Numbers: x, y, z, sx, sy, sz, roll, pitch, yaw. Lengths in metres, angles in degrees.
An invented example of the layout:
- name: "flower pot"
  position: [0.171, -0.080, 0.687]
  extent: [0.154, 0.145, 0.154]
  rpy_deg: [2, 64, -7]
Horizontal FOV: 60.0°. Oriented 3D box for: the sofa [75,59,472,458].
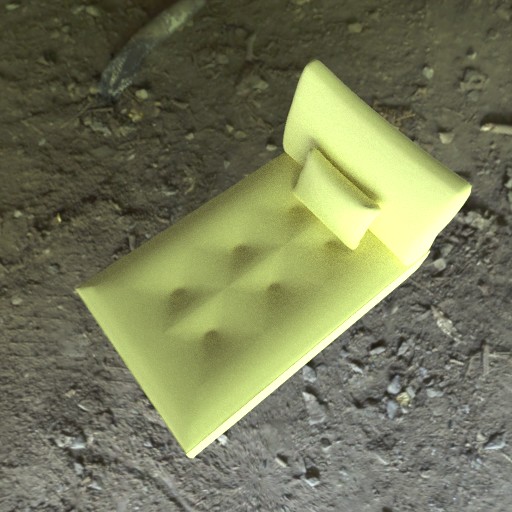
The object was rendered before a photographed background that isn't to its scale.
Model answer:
- name: "sofa"
  position: [0.000, 0.000, 1.990]
  extent: [1.450, 0.820, 0.930]
  rpy_deg: [-36, 69, -16]
